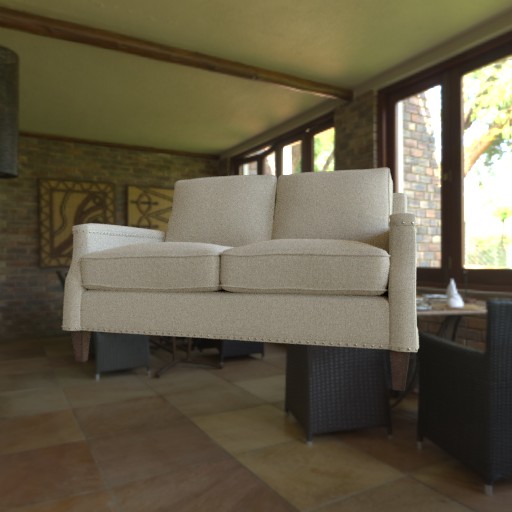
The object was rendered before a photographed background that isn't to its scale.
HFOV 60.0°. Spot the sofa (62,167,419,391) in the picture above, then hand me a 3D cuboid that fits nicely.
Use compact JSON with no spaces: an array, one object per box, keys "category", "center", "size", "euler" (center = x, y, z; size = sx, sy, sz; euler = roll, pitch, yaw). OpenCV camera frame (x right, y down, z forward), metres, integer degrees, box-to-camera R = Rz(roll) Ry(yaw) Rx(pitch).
[{"category":"sofa","center":[0.000,0.000,2.333],"size":[1.597,1.003,1.084],"euler":[0,-1,19]}]
